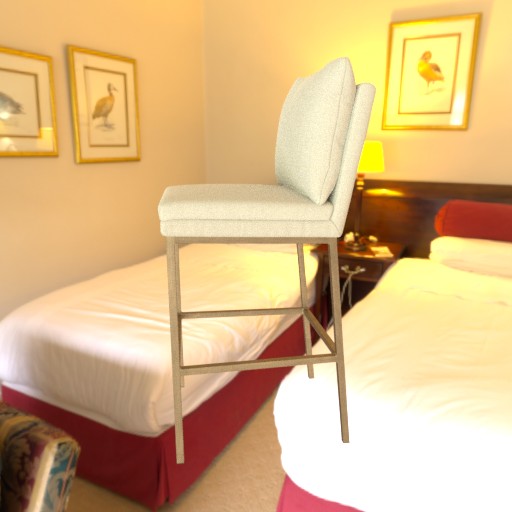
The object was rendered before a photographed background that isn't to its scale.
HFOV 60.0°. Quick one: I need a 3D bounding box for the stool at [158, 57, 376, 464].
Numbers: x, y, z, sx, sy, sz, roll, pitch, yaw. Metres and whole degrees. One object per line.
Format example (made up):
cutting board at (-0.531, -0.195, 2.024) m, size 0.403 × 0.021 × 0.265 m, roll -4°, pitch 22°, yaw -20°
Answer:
stool at (0.000, 0.000, 1.419) m, size 0.572 × 1.125 × 0.463 m, roll -2°, pitch 15°, yaw -9°
